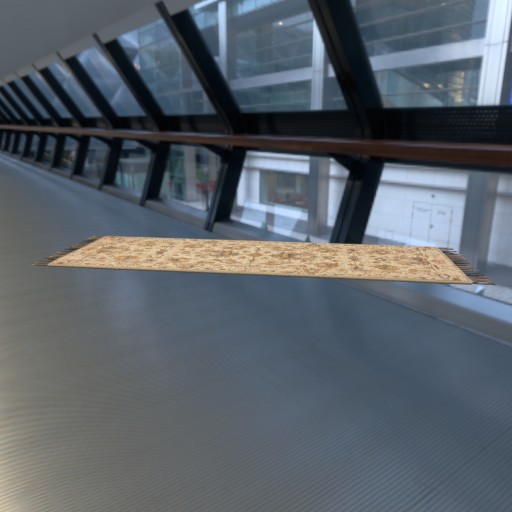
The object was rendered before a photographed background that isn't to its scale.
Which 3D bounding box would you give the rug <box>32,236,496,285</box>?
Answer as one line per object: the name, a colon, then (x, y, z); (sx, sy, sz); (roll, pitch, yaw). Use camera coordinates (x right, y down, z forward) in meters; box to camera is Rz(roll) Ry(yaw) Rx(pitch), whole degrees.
rug: (0.000, 0.000, 2.639); (2.438, 0.021, 0.729); (2, 16, 8)
